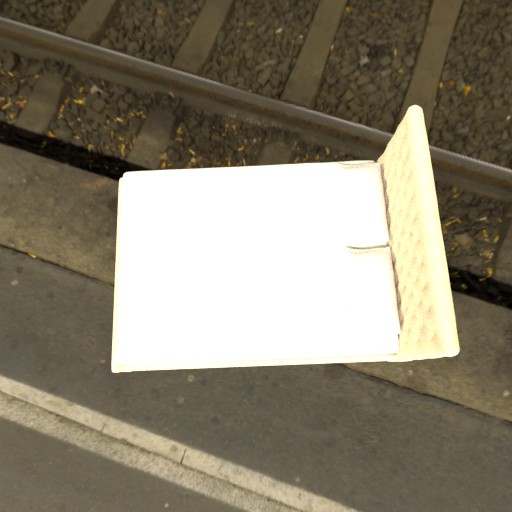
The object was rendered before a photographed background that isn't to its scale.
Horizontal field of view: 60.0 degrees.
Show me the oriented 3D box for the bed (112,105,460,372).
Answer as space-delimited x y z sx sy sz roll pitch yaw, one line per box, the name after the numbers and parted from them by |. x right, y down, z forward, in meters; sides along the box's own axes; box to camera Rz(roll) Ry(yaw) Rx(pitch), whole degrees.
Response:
0.000 0.000 3.488 2.387 1.427 1.698 -2 75 -1 | bed
